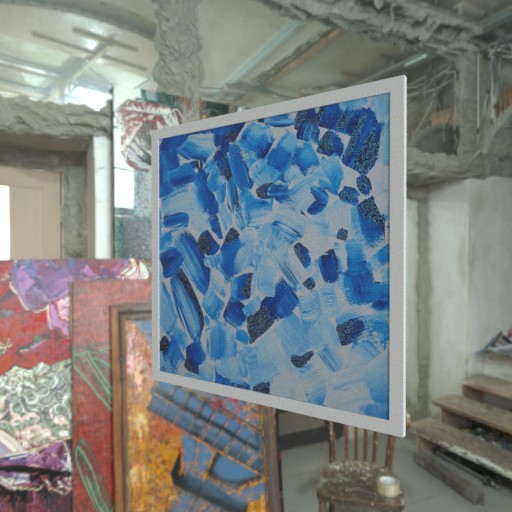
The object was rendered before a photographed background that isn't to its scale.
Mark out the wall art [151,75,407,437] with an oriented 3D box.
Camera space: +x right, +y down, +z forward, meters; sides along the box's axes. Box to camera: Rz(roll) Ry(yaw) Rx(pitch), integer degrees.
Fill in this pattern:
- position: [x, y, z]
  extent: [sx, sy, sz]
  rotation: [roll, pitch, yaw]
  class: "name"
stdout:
- position: [0.000, 0.000, 0.998]
  extent: [0.660, 0.660, 0.015]
  rotation: [0, 1, 34]
  class: "wall art"
